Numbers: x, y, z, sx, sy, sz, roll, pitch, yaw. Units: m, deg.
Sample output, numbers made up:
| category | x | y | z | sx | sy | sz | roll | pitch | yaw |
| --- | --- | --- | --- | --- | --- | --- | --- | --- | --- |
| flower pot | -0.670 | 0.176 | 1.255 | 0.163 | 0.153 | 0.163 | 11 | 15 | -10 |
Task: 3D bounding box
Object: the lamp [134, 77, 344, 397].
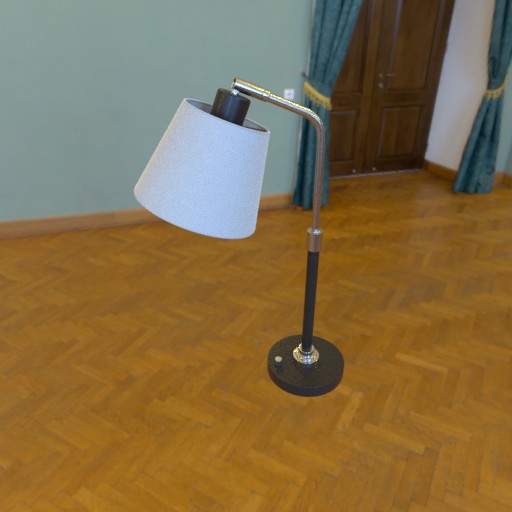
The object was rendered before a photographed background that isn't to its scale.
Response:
| category | x | y | z | sx | sy | sz | roll | pitch | yaw |
| --- | --- | --- | --- | --- | --- | --- | --- | --- | --- |
| lamp | 0.000 | 0.000 | 0.712 | 0.348 | 0.539 | 0.181 | -8 | 31 | -14 |
